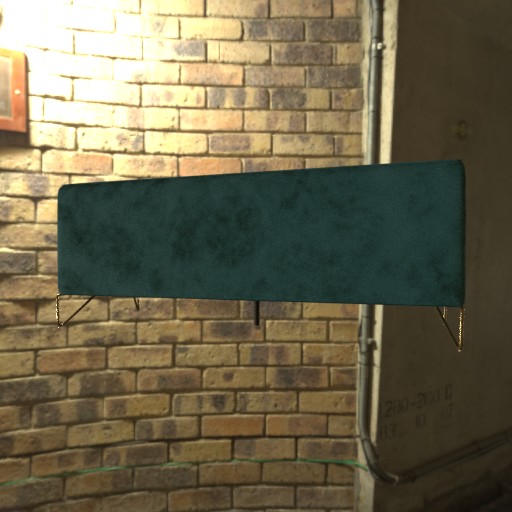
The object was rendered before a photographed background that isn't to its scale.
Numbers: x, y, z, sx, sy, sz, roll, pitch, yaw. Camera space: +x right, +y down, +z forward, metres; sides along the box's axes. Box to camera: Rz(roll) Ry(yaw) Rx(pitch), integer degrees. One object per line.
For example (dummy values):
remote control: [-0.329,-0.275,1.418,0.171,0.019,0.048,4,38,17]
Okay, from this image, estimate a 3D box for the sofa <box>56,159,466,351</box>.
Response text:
sofa: [0.000,0.000,2.511,2.087,0.789,0.867,0,0,18]
